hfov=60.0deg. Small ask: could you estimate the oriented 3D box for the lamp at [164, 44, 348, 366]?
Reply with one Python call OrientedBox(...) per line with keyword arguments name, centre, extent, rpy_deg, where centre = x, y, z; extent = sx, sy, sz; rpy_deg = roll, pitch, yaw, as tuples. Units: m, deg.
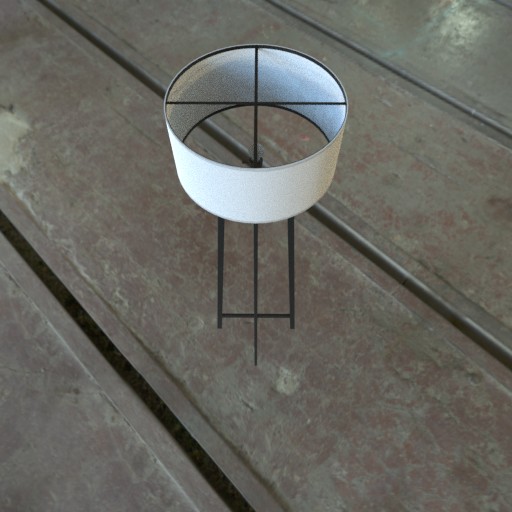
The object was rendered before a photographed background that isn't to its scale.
OrientedBox(name="lamp", centre=(0.000, 0.000, 1.752), extent=(0.456, 1.510, 0.457), rpy_deg=(0, 59, 0))
